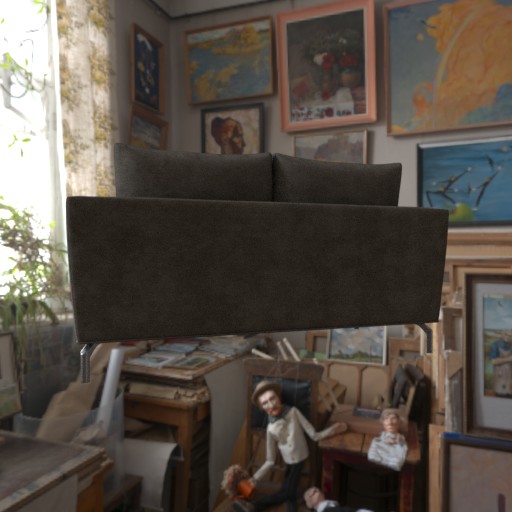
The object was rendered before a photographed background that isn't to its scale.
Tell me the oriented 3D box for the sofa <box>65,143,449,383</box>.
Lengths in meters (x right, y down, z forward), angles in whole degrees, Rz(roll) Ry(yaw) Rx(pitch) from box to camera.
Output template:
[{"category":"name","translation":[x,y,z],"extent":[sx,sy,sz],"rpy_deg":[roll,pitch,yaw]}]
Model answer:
[{"category":"sofa","translation":[0.000,0.000,2.391],"extent":[1.832,1.013,0.855],"rpy_deg":[0,1,-18]}]
